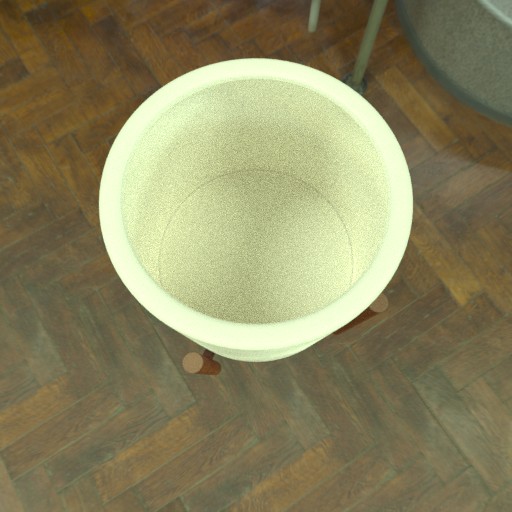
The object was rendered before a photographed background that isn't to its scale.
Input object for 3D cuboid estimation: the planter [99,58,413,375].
[{"bbox_3d":[0.000,0.000,0.486,0.224,0.358,0.224,-17,75,-5],"label":"planter"}]
